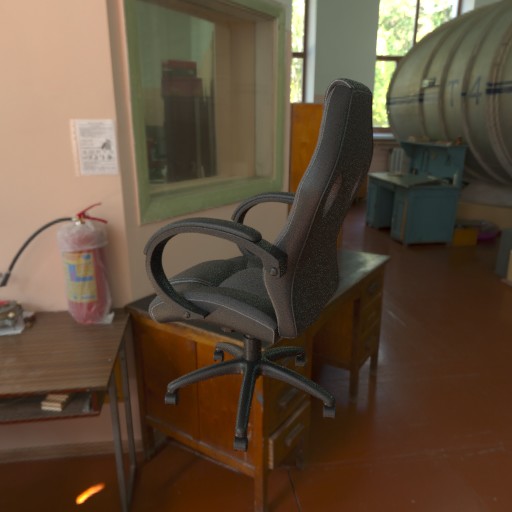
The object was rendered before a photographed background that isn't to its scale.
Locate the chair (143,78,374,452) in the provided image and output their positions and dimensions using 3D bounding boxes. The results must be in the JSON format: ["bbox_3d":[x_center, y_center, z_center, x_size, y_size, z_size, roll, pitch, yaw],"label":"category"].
[{"bbox_3d":[0.000,0.000,1.636,0.724,1.187,0.673,8,18,24],"label":"chair"}]
